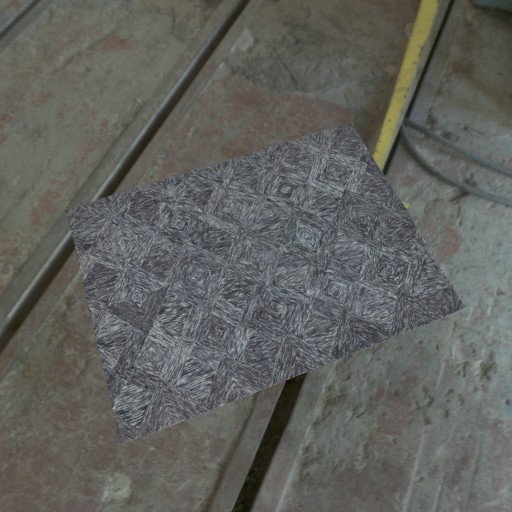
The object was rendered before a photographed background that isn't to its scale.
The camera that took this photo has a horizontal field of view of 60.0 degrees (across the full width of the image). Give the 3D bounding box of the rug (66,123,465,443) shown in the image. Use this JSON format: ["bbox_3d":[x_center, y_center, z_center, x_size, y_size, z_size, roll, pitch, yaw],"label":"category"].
[{"bbox_3d":[0.000,0.000,5.410,4.093,0.020,2.997,-19,66,-9],"label":"rug"}]
